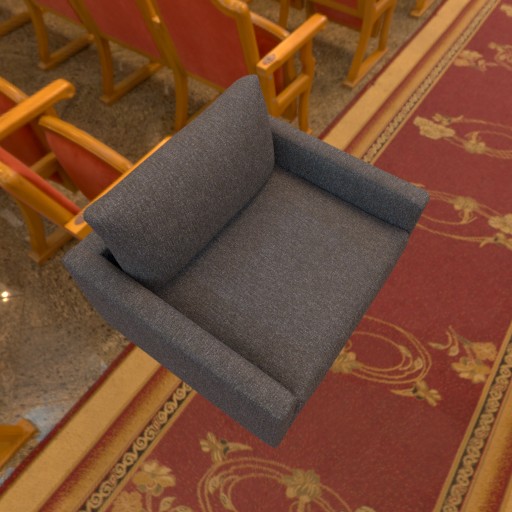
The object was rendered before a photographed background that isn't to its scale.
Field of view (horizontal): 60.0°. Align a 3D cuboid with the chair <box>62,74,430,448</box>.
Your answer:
[{"bbox_3d":[0.000,0.000,1.621,0.866,0.861,0.963,32,64,18],"label":"chair"}]
